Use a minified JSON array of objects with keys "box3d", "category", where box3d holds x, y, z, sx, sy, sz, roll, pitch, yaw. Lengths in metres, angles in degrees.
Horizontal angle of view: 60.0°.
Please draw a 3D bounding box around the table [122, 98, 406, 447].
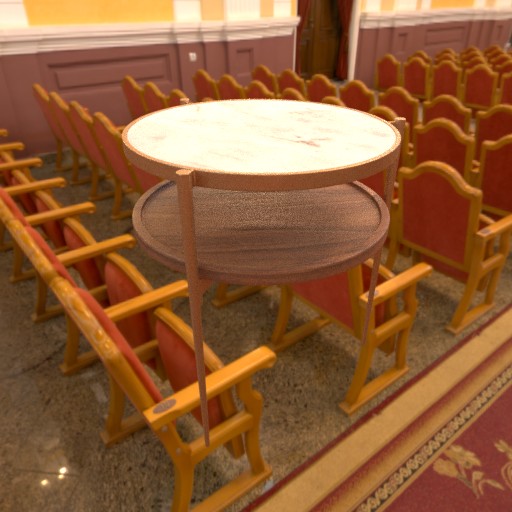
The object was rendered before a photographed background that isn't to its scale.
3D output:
[{"box3d":[0.000,0.000,0.827,0.430,0.493,0.456,-22,37,-32],"category":"table"}]
